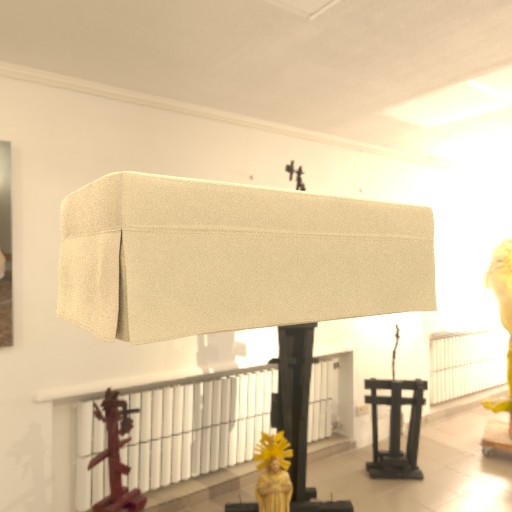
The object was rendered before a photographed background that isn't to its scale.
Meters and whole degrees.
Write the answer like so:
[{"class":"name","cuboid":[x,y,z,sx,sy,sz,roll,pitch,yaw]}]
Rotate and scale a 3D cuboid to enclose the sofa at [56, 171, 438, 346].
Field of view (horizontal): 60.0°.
[{"class":"sofa","cuboid":[0.000,0.000,2.156,1.677,0.552,0.939,0,-1,-35]}]
